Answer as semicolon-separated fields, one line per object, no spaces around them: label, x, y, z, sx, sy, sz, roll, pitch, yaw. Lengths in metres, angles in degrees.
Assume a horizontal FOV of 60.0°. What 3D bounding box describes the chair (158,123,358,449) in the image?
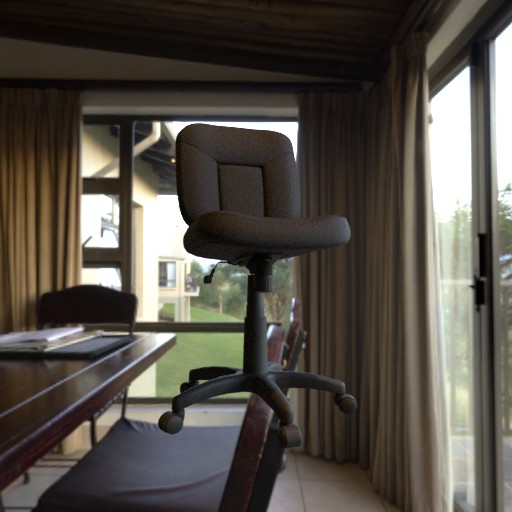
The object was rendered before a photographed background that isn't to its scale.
chair;0.000;0.000;1.384;0.610;0.972;0.610;1;-2;-18
